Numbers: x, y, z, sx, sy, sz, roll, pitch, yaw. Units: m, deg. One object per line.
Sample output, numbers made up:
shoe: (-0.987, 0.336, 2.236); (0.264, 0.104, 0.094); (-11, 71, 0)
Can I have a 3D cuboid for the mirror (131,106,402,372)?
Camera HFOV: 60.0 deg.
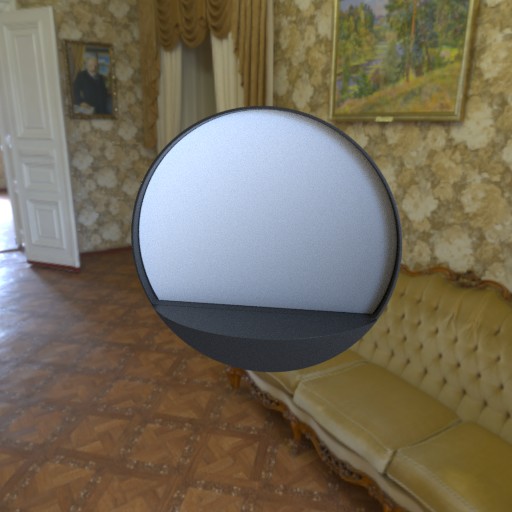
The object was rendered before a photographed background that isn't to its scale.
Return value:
mirror: (0.000, 0.000, 0.705); (0.457, 0.457, 0.133); (3, 16, 9)
